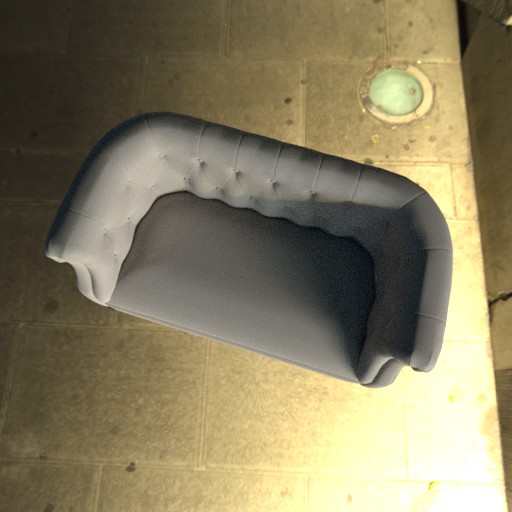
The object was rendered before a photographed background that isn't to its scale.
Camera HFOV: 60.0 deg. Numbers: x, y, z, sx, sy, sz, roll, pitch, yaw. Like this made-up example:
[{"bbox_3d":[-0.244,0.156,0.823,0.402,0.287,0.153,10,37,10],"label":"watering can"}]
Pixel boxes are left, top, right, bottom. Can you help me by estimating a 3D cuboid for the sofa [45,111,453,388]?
[{"bbox_3d":[0.000,0.000,2.055,1.558,0.827,0.835,16,76,4],"label":"sofa"}]
